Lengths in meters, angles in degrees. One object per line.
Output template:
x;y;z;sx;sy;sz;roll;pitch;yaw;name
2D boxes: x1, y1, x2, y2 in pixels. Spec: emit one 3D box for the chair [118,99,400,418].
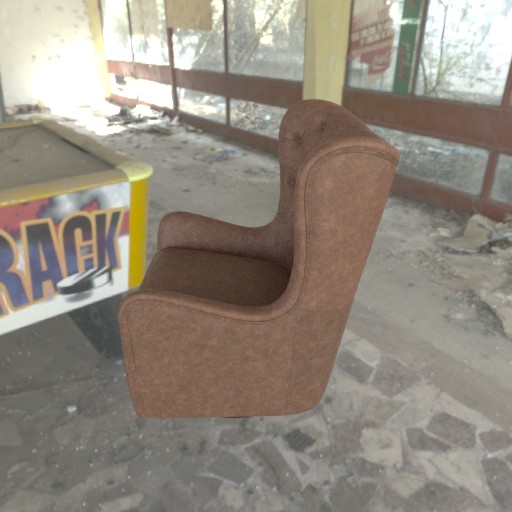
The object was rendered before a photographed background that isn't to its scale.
0.000;0.000;1.745;0.930;1.079;0.831;0;27;0;chair
